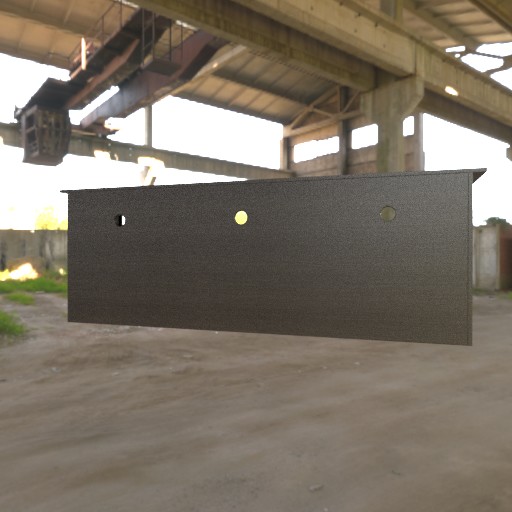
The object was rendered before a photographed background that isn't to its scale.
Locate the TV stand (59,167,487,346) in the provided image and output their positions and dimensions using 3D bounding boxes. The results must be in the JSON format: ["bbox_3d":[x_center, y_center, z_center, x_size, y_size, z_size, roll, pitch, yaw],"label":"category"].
[{"bbox_3d":[0.000,0.000,1.970,1.778,0.610,0.406,0,1,18],"label":"TV stand"}]
